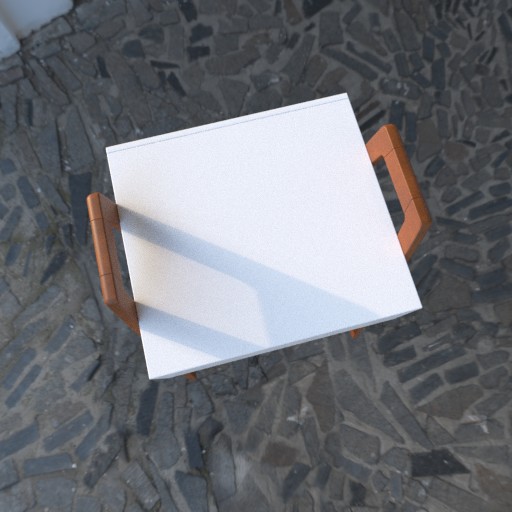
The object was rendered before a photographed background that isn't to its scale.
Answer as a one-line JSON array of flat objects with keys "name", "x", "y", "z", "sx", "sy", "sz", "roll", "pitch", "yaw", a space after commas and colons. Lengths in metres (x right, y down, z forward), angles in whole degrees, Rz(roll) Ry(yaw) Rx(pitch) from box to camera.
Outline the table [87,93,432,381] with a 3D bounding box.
[{"name": "table", "x": 0.000, "y": 0.000, "z": 0.905, "sx": 0.457, "sy": 0.610, "sz": 0.405, "roll": -14, "pitch": 76, "yaw": -4}]
